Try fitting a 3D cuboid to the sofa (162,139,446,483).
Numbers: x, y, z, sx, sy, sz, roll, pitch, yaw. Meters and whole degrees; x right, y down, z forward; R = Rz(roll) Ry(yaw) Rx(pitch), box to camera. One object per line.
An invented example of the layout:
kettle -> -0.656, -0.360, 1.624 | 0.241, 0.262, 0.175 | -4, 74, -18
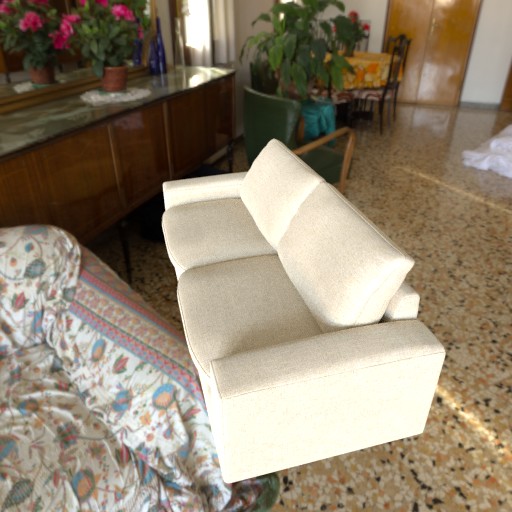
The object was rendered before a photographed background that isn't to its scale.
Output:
sofa -> 0.000, 0.000, 2.753 | 1.040, 0.922, 2.299 | -8, 32, -13
